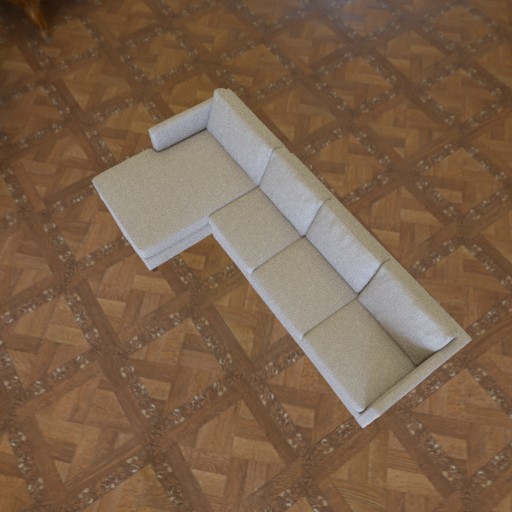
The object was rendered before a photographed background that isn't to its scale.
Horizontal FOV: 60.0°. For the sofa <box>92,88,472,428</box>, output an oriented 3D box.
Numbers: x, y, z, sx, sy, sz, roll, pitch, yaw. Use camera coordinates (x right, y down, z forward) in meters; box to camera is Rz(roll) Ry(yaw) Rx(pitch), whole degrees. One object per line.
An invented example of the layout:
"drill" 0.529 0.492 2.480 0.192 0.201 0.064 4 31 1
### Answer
"sofa" 0.000 0.000 3.822 1.625 0.846 3.186 -32 67 -16
